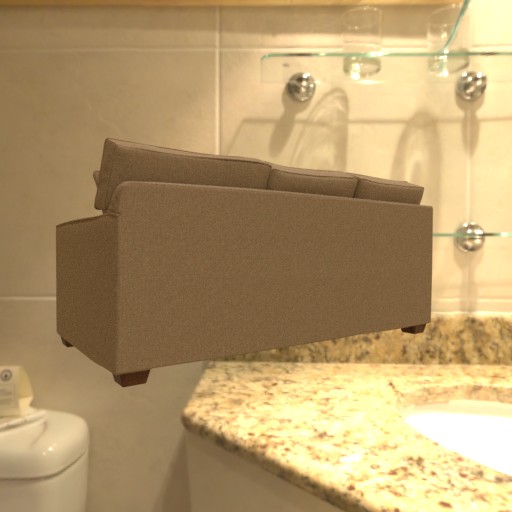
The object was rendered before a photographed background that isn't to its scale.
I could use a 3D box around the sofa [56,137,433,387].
[{"bbox_3d":[0.000,0.000,2.548,1.963,0.946,1.034,-1,1,-36],"label":"sofa"}]
